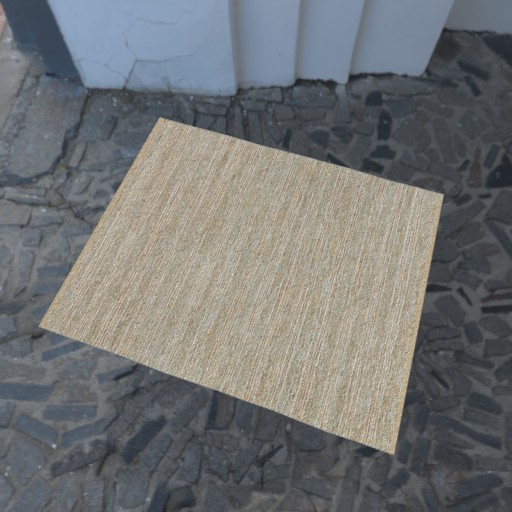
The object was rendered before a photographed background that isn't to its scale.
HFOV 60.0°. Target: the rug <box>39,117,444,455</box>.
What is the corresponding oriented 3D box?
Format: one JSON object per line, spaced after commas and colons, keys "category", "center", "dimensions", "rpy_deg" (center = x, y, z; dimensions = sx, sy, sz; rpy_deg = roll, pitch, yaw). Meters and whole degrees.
{"category": "rug", "center": [0.000, 0.000, 4.035], "dimensions": [3.034, 0.012, 2.471], "rpy_deg": [17, 65, 8]}
